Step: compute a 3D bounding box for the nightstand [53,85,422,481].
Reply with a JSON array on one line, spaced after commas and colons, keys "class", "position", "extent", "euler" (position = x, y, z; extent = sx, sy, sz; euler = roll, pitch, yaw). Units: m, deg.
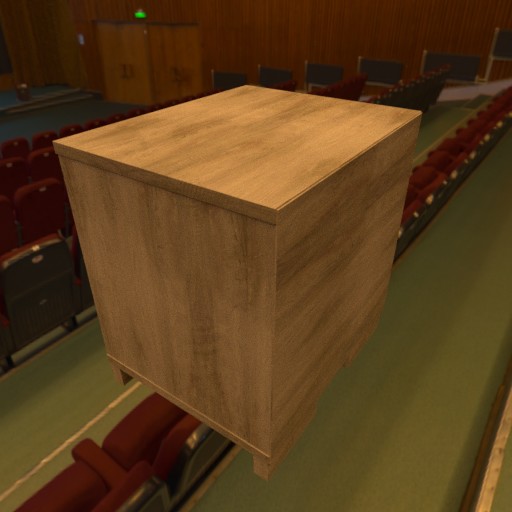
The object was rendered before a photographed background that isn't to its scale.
[{"class": "nightstand", "position": [0.000, 0.000, 0.758], "extent": [0.347, 0.448, 0.427], "euler": [21, 38, 29]}]
